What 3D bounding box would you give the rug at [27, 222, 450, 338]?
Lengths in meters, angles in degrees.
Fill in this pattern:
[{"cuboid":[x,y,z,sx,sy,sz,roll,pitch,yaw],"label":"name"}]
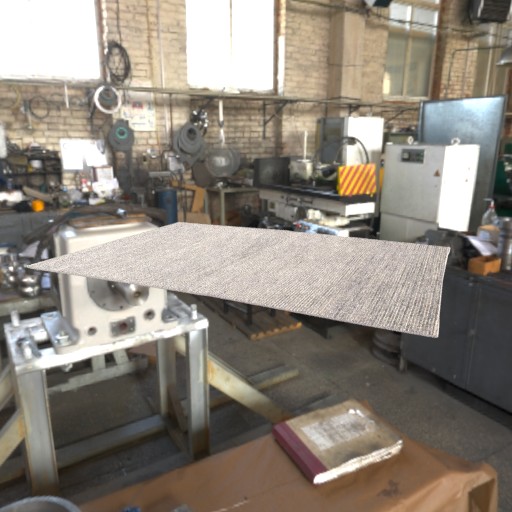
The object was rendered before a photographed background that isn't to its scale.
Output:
[{"cuboid":[0.000,0.000,2.893,2.307,0.030,1.604,7,16,24],"label":"rug"}]
